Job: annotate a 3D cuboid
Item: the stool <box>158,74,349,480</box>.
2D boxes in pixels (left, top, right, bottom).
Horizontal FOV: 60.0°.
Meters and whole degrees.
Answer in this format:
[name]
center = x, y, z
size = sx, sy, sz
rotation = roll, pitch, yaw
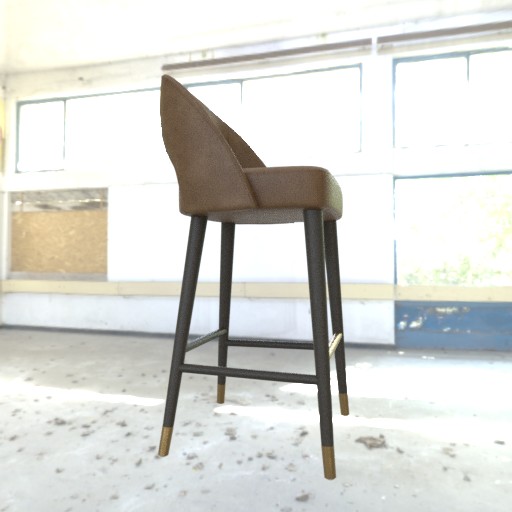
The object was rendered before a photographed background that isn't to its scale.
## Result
[stool]
center = 0.000, 0.000, 1.305
size = 0.509, 1.037, 0.494
rotation = 0, 0, 16
